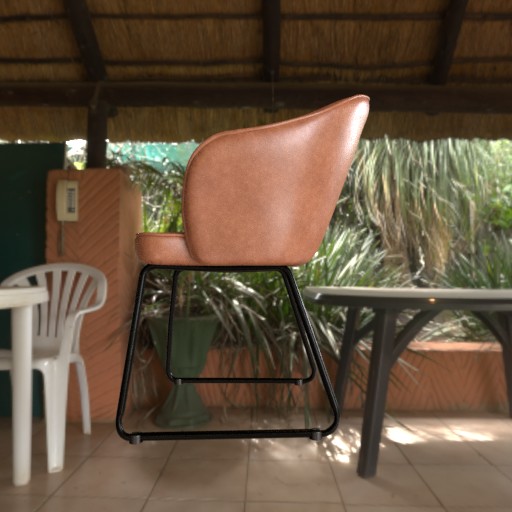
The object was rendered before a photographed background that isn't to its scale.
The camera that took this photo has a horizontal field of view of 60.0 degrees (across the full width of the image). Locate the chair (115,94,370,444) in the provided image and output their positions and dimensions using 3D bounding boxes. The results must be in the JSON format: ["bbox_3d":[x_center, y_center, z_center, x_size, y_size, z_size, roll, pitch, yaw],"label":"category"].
[{"bbox_3d":[0.000,0.000,1.166,0.580,0.785,0.582,0,-2,0],"label":"chair"}]
